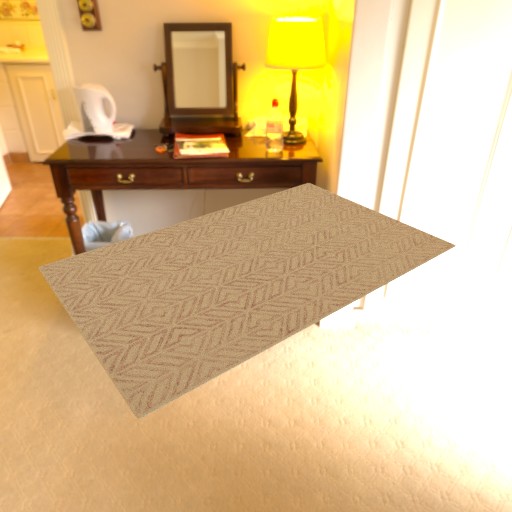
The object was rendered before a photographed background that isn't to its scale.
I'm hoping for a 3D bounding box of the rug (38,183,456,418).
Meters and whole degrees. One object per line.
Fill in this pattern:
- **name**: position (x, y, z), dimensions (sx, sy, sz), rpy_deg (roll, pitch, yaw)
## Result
- **rug**: position (0.000, 0.000, 3.025), dimensions (2.438, 0.008, 1.523), rpy_deg (-22, 37, -32)
